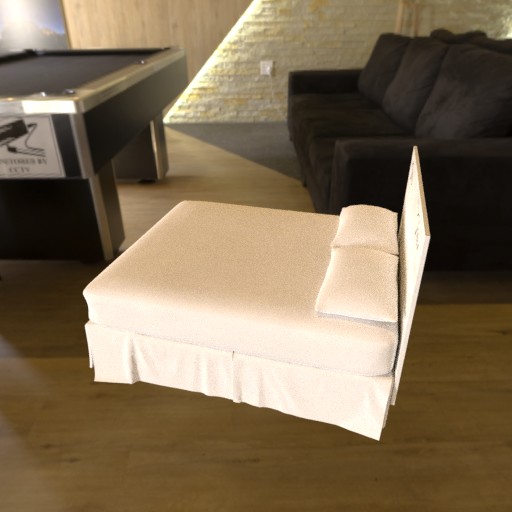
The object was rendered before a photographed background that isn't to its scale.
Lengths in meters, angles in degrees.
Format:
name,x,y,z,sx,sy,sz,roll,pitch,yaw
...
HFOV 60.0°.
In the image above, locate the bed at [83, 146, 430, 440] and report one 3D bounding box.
name,x,y,z,sx,sy,sz,roll,pitch,yaw
bed,0.000,0.000,3.259,2.094,1.335,1.745,8,30,13
